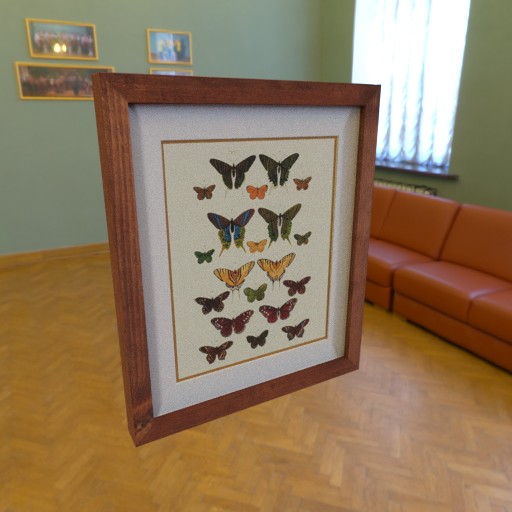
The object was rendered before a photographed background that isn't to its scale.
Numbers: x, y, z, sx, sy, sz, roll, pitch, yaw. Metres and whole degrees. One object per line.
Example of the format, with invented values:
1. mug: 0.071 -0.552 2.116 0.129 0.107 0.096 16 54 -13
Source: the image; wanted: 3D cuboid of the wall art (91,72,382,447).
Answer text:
1. wall art: 0.000 0.000 0.608 0.377 0.449 0.039 -10 20 -28
